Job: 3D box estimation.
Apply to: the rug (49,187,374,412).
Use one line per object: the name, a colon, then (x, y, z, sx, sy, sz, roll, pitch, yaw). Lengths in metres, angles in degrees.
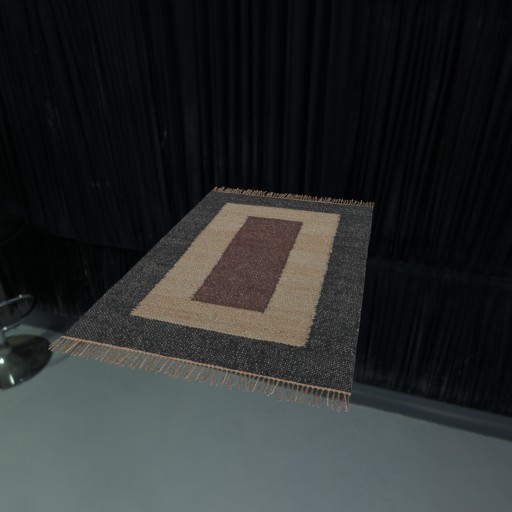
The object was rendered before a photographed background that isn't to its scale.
rug: (0.000, 0.000, 2.521, 1.224, 0.027, 2.021, 8, 30, 14)
